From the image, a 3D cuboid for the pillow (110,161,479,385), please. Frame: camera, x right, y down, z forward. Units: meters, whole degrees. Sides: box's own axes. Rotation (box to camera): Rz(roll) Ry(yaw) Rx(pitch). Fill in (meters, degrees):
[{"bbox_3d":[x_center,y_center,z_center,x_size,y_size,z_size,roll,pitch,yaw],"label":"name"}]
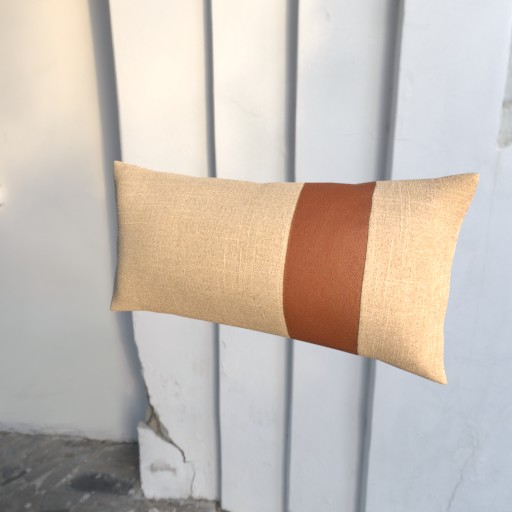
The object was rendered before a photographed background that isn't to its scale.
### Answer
[{"bbox_3d":[0.000,0.000,0.713,0.612,0.282,0.155,7,17,25],"label":"pillow"}]
